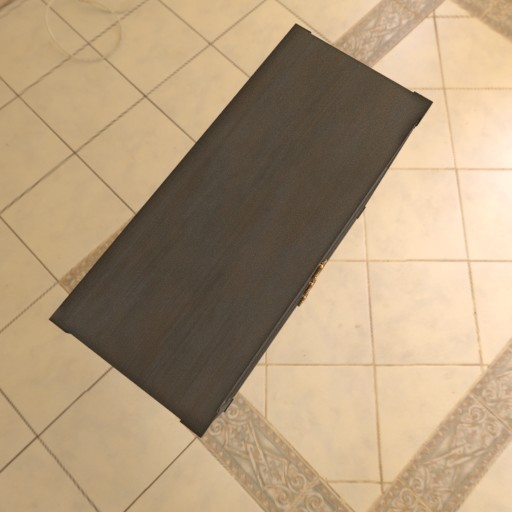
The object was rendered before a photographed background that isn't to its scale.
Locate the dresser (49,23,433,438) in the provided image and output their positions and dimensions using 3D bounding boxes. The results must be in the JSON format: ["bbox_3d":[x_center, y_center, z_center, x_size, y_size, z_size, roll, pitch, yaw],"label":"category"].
[{"bbox_3d":[0.000,0.000,1.604,0.463,0.986,1.049,34,77,9],"label":"dresser"}]
